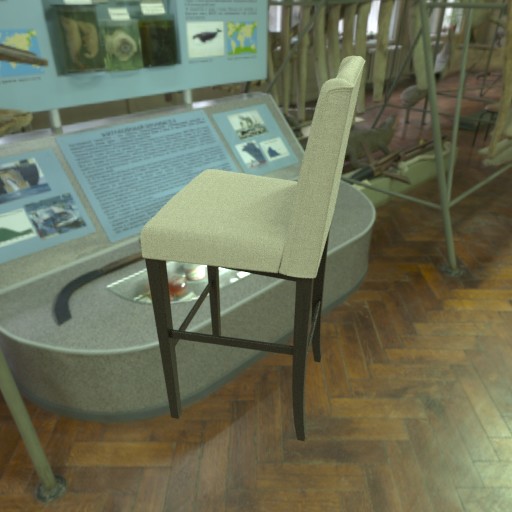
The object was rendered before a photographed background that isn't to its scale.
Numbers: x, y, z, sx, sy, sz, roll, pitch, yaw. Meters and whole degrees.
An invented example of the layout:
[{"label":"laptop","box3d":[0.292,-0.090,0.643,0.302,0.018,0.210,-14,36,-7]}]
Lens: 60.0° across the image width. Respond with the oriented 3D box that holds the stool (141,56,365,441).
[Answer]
[{"label":"stool","box3d":[0.000,0.000,1.373,0.509,1.116,0.474,8,31,13]}]
